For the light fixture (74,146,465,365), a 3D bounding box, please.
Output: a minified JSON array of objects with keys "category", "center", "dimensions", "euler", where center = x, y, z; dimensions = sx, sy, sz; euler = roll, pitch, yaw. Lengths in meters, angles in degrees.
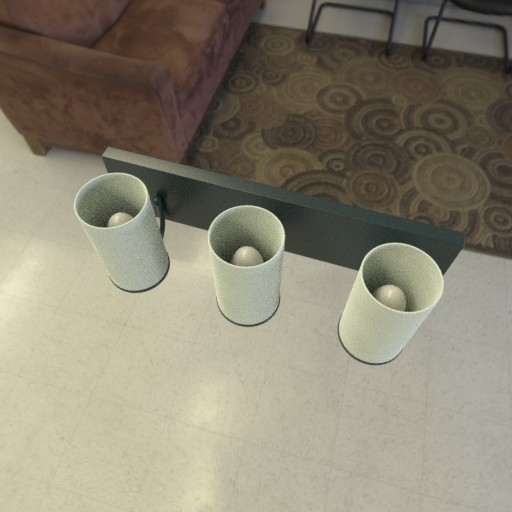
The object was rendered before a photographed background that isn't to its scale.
[{"category":"light fixture","center":[0.000,0.000,0.542],"dimensions":[0.451,0.172,0.145],"euler":[15,58,10]}]
